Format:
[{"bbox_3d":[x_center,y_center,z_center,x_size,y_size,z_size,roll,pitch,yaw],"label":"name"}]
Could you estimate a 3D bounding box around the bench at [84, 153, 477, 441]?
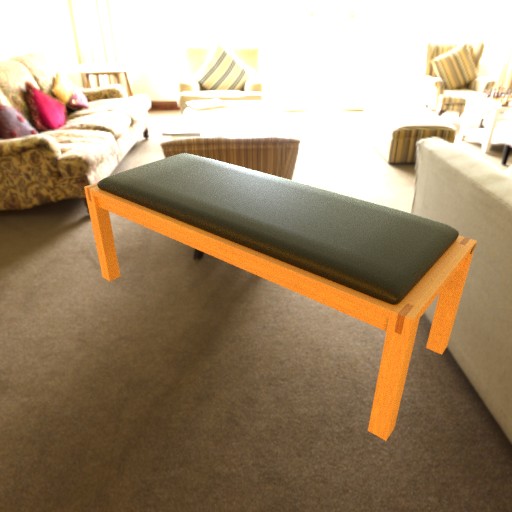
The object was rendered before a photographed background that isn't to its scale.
[{"bbox_3d":[0.000,0.000,1.475,1.202,0.430,0.450,22,37,33],"label":"bench"}]
